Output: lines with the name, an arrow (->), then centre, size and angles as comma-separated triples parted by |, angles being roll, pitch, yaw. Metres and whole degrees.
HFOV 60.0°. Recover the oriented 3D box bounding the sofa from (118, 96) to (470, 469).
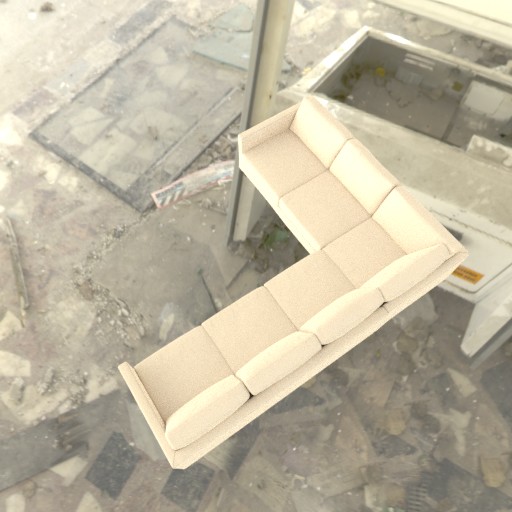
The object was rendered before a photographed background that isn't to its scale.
sofa -> 0.000, 0.000, 4.356 | 3.182, 0.863, 2.432 | -31, 68, -15
